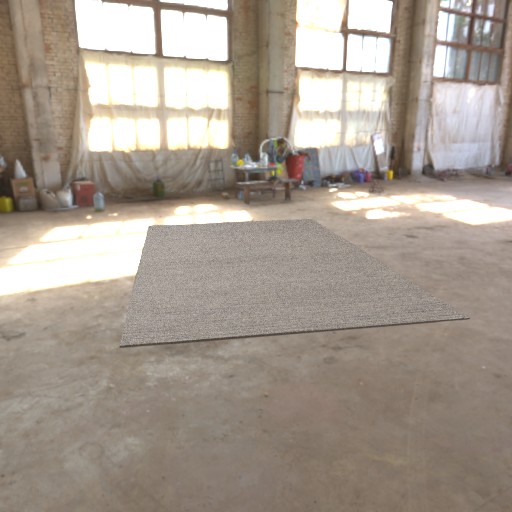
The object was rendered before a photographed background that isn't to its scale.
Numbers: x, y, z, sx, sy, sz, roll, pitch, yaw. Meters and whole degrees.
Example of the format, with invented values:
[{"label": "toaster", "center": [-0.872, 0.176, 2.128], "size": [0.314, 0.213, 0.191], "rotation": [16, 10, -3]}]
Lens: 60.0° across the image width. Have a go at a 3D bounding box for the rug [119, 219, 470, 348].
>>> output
[{"label": "rug", "center": [0.000, 0.000, 2.263], "size": [1.162, 0.022, 1.804], "rotation": [-3, 16, -10]}]
